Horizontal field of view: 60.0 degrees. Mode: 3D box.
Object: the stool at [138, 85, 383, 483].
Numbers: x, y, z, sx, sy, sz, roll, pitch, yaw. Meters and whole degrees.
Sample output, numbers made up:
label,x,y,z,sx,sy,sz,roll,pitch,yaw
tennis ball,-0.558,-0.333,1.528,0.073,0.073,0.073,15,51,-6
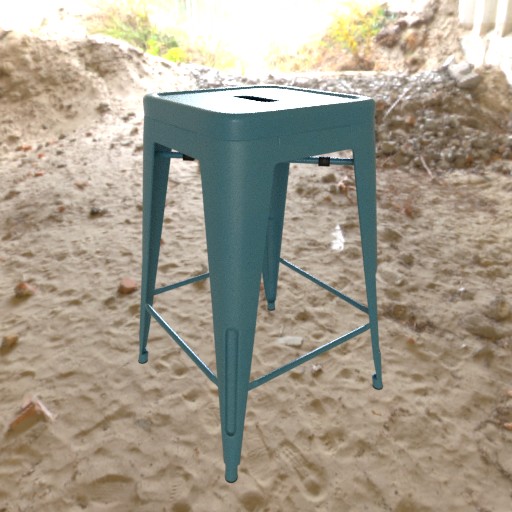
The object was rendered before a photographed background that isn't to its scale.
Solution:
label,x,y,z,sx,sy,sz,roll,pitch,yaw
stool,0.000,0.000,0.888,0.410,0.608,0.410,-18,31,-32
